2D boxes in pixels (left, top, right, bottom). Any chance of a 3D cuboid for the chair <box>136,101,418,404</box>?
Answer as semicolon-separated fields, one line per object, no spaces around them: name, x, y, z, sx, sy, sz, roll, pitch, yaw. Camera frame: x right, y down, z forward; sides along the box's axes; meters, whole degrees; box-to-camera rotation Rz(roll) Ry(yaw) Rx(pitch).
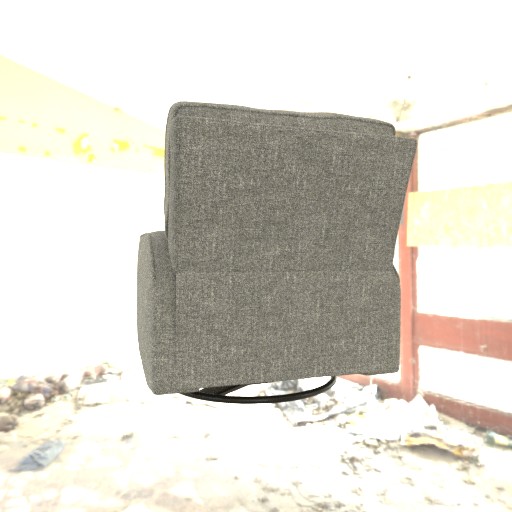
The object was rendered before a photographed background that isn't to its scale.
chair;0.000;0.000;1.698;0.861;0.962;0.964;0;0;-18
